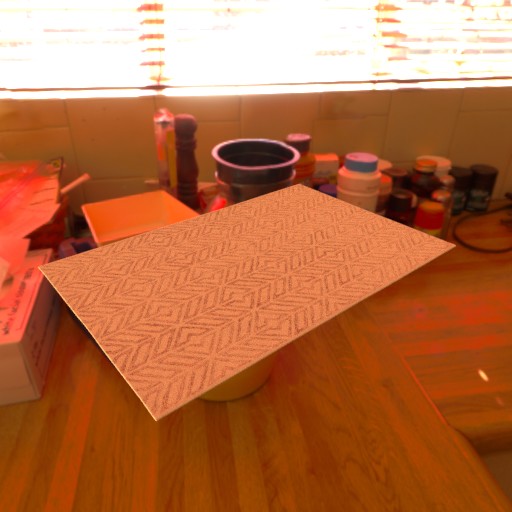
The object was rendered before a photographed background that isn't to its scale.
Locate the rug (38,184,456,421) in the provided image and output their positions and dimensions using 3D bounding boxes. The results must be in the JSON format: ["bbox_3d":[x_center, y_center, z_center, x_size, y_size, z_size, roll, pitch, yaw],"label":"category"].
[{"bbox_3d":[0.000,0.000,2.319,1.828,0.007,1.220,-22,37,-34],"label":"rug"}]
